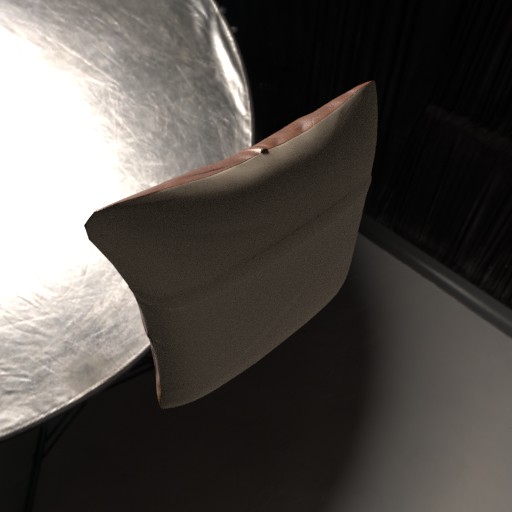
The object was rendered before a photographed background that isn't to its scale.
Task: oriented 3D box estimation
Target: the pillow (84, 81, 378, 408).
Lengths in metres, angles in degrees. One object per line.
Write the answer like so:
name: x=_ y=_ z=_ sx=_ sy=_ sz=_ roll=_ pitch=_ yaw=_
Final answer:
pillow: x=0.000 y=0.000 z=0.730 sx=0.484 sy=0.470 sz=0.192 roll=-33 pitch=55 yaw=-27
